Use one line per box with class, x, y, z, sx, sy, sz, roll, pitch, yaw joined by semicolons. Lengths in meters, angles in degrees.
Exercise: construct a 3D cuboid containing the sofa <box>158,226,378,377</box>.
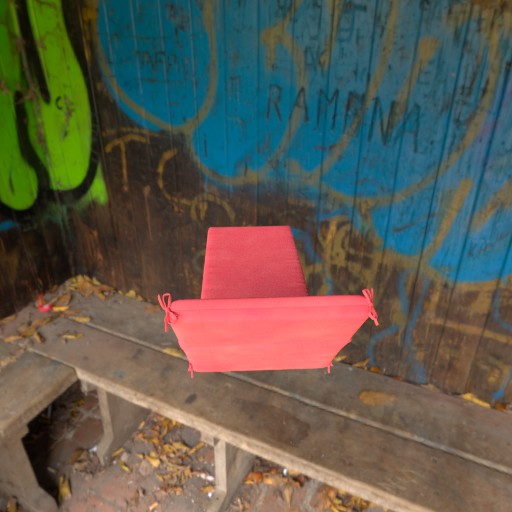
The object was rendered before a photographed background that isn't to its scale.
sofa;0.000;0.000;1.953;0.582;0.622;1.663;-1;29;-2
